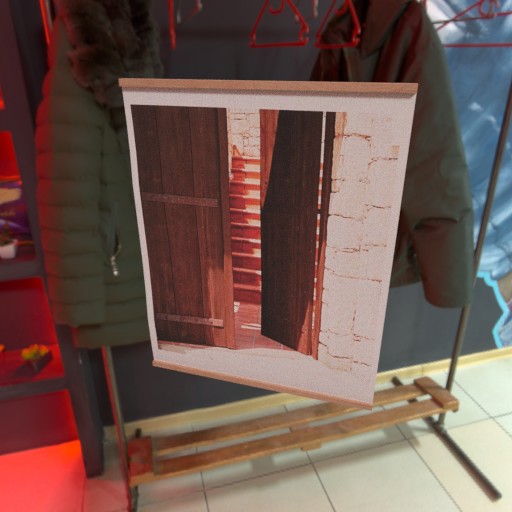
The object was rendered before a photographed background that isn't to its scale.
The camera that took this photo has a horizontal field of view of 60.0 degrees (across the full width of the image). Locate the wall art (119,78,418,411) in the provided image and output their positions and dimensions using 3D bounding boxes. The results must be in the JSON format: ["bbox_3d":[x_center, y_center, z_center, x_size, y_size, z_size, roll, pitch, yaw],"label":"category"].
[{"bbox_3d":[0.000,0.000,0.690,0.406,0.508,0.013,7,26,15],"label":"wall art"}]
